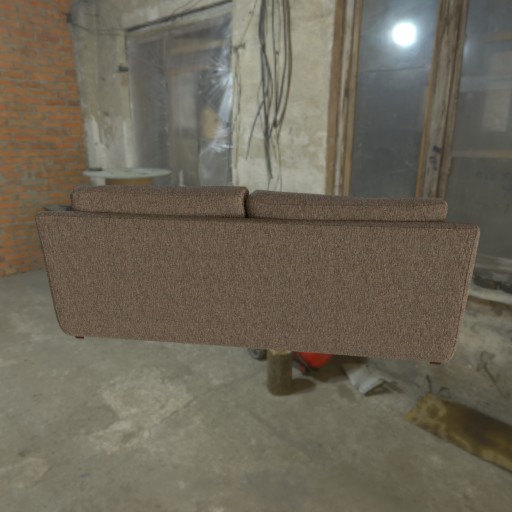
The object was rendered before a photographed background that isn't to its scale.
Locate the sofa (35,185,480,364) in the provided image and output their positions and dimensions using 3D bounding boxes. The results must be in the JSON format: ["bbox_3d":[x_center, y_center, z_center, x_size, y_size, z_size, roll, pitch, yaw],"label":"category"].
[{"bbox_3d":[0.000,0.000,2.948,2.418,0.998,1.103,2,16,8],"label":"sofa"}]
